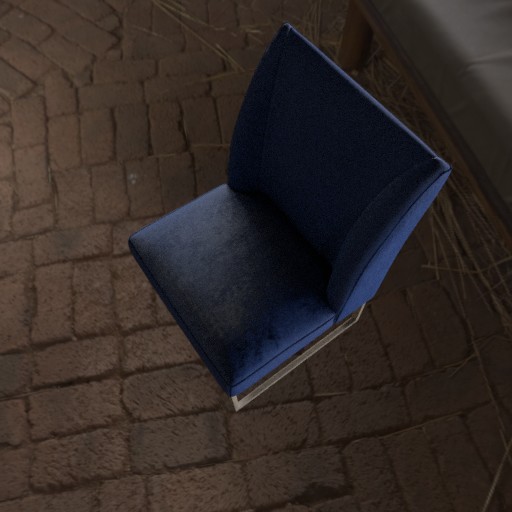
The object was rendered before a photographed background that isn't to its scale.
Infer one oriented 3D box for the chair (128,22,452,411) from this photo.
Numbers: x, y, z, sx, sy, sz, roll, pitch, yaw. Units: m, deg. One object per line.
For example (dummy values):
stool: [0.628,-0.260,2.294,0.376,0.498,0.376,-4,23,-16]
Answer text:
chair: [0.000,0.000,1.159,0.522,0.863,0.508,-33,68,-15]
